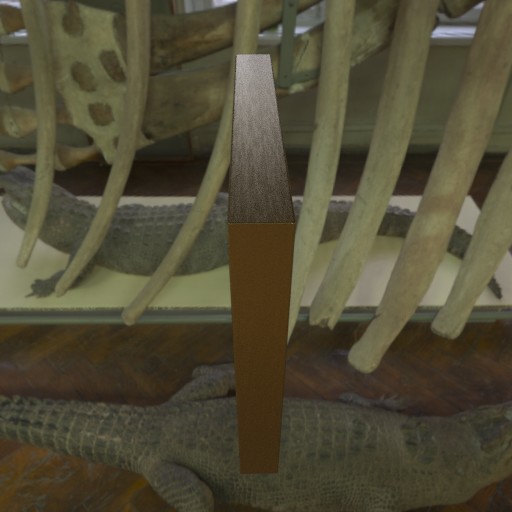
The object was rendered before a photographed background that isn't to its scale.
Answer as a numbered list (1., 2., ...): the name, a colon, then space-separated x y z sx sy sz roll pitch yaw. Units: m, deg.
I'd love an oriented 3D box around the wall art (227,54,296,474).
1. wall art: 0.000 0.000 0.454 0.037 0.305 0.305 -1 40 -1
